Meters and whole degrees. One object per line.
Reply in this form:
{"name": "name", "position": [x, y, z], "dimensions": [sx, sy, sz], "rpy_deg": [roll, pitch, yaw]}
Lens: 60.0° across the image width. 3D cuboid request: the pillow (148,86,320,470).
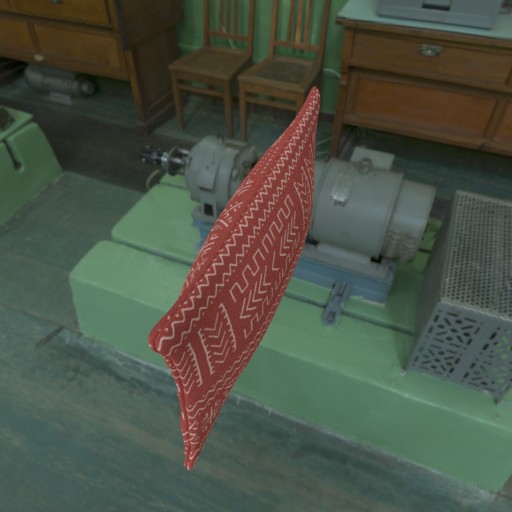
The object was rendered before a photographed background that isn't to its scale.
{"name": "pillow", "position": [0.000, 0.000, 0.781], "dimensions": [0.130, 0.352, 0.640], "rpy_deg": [15, 47, 15]}
